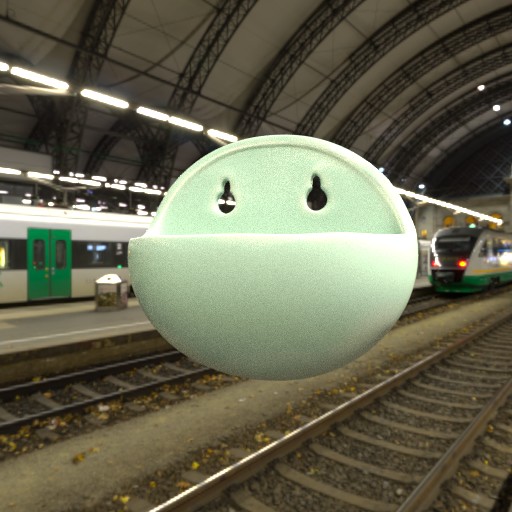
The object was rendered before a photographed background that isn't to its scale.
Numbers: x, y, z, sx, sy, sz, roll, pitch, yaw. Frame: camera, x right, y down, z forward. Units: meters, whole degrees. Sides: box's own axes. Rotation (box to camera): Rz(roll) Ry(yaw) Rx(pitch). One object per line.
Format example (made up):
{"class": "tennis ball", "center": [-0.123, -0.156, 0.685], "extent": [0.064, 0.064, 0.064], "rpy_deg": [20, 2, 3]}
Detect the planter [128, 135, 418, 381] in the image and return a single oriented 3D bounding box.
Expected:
{"class": "planter", "center": [0.000, 0.000, 0.271], "extent": [0.189, 0.164, 0.073], "rpy_deg": [0, 0, 18]}
